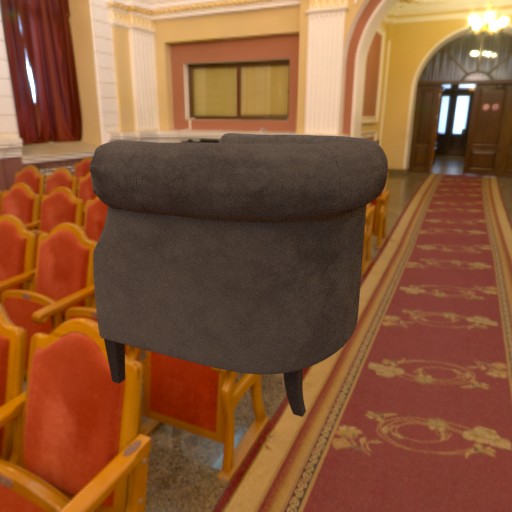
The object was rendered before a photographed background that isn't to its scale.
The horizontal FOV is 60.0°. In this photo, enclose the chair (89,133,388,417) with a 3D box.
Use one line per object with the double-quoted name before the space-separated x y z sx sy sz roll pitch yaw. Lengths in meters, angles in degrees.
"chair" 0.000 0.000 1.587 0.851 0.826 0.904 8 19 24
